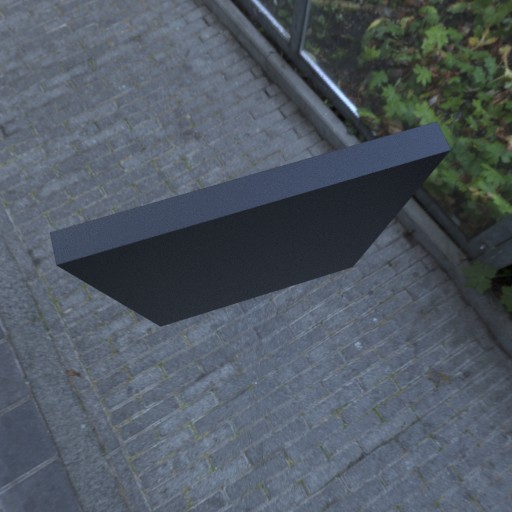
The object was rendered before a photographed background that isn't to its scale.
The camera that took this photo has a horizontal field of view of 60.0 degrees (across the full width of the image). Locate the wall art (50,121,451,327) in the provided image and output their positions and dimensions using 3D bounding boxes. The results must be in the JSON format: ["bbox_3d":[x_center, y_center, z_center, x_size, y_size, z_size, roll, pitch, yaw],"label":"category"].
[{"bbox_3d":[0.000,0.000,0.535,0.325,0.380,0.028,-17,75,-5],"label":"wall art"}]
